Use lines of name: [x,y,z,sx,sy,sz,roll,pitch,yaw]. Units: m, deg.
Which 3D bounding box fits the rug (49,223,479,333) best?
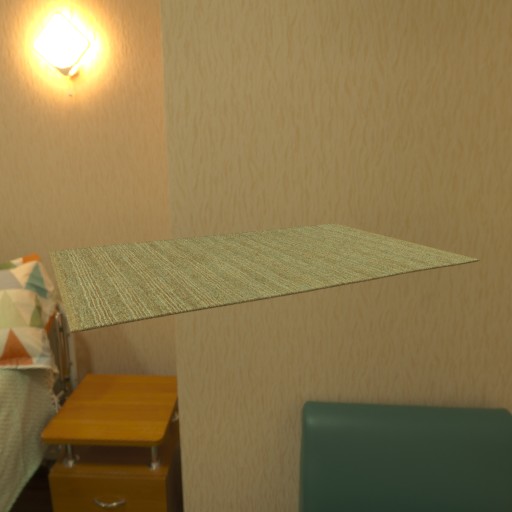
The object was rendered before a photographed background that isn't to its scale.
rug: [0.000,0.000,2.965,2.448,0.012,1.540,-7,16,-26]
